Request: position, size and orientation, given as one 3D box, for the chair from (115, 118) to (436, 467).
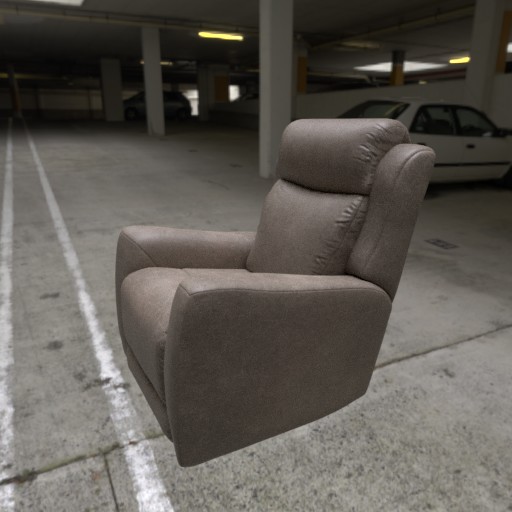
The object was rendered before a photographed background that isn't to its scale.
[{"bbox_3d":[0.000,0.000,1.883,1.068,1.116,0.967,-9,19,-26],"label":"chair"}]
